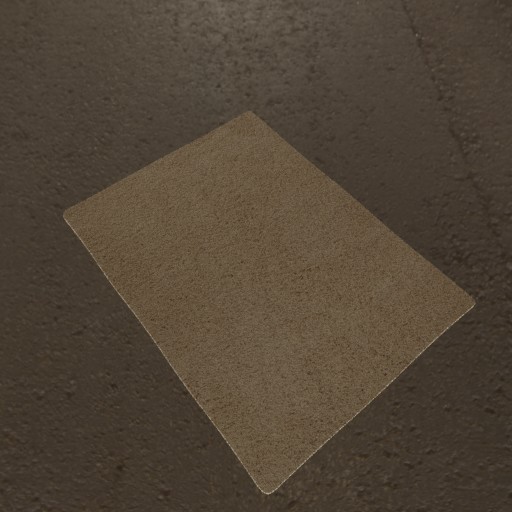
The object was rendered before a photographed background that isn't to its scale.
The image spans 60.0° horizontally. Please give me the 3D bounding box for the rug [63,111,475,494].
[{"bbox_3d":[0.000,0.000,2.077,1.199,0.025,1.600,-35,64,-19],"label":"rug"}]
